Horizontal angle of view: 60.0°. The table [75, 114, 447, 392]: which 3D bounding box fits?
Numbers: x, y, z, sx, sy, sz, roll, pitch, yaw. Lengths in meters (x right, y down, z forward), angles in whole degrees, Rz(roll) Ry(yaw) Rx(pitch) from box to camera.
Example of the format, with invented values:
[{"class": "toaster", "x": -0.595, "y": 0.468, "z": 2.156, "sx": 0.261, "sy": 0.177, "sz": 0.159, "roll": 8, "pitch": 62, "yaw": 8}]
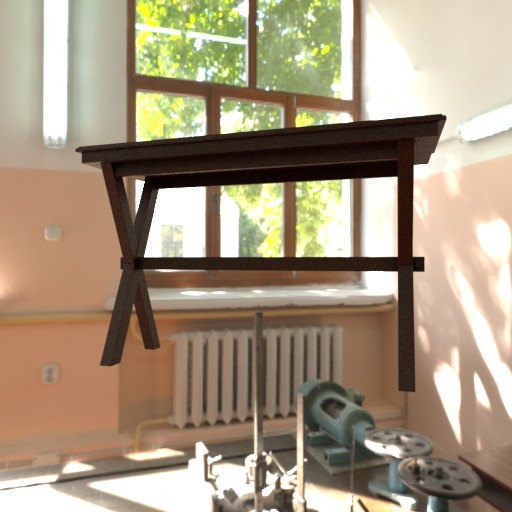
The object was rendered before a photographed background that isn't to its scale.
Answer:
[{"class": "table", "x": 0.000, "y": 0.000, "z": 1.557, "sx": 1.197, "sy": 0.763, "sz": 0.399, "roll": 0, "pitch": 0, "yaw": 17}]
